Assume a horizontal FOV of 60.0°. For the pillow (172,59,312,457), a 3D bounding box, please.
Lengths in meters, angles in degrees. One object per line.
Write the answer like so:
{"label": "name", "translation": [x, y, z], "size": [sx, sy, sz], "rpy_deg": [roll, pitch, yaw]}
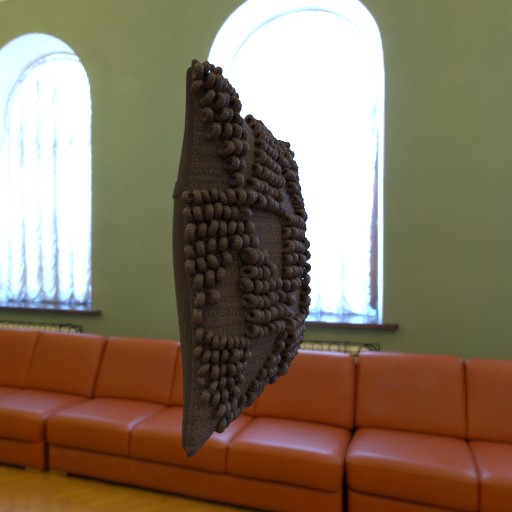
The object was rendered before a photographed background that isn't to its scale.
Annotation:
{"label": "pillow", "translation": [0.000, 0.000, 0.730], "size": [0.172, 0.467, 0.470], "rpy_deg": [0, 0, 17]}
